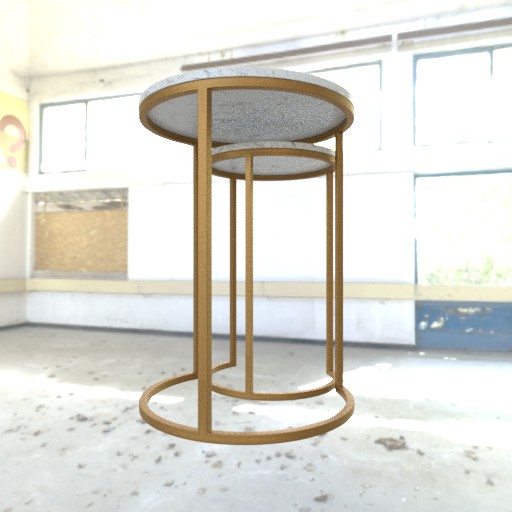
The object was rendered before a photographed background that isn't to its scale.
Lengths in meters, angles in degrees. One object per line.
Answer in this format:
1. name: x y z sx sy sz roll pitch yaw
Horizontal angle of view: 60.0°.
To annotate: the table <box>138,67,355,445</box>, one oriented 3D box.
1. table: 0.000 0.000 0.894 0.400 0.550 0.507 0 0 18
